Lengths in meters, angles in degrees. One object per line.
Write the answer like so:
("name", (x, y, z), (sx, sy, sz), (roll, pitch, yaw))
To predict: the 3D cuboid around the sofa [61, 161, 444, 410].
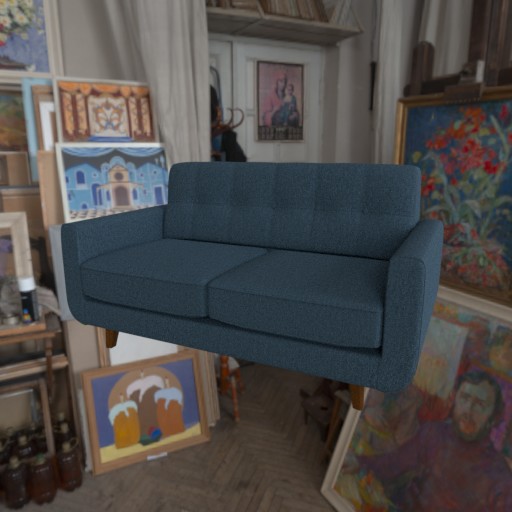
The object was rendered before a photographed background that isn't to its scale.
("sofa", (0.000, 0.000, 2.193), (1.651, 0.896, 0.942), (6, 15, 25))
